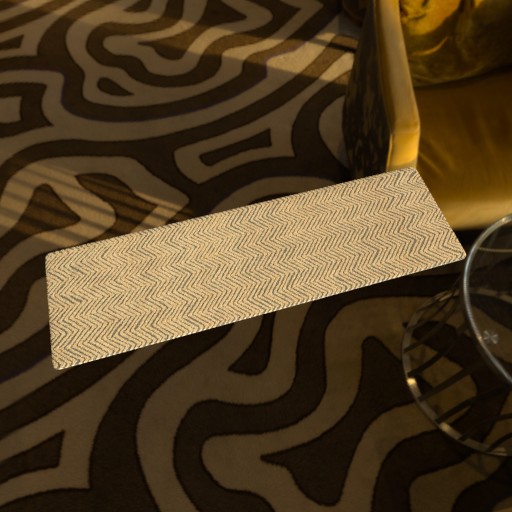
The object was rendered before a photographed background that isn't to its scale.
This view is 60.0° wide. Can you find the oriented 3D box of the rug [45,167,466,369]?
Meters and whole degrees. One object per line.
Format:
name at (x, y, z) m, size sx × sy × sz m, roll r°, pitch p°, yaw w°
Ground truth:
rug at (0.000, 0.000, 2.501) m, size 2.286 × 0.008 × 0.686 m, roll -14°, pitch 62°, yaw -8°
